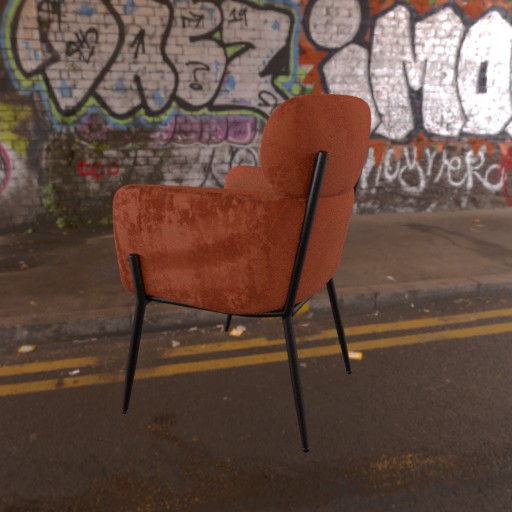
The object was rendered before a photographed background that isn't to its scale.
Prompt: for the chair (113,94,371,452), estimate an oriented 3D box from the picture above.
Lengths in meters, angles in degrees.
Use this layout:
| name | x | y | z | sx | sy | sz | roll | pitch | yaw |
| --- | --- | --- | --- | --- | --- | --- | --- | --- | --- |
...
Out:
| name | x | y | z | sx | sy | sz | roll | pitch | yaw |
| --- | --- | --- | --- | --- | --- | --- | --- | --- | --- |
| chair | 0.000 | 0.000 | 1.150 | 0.523 | 0.772 | 0.561 | 8 | 19 | 25 |
